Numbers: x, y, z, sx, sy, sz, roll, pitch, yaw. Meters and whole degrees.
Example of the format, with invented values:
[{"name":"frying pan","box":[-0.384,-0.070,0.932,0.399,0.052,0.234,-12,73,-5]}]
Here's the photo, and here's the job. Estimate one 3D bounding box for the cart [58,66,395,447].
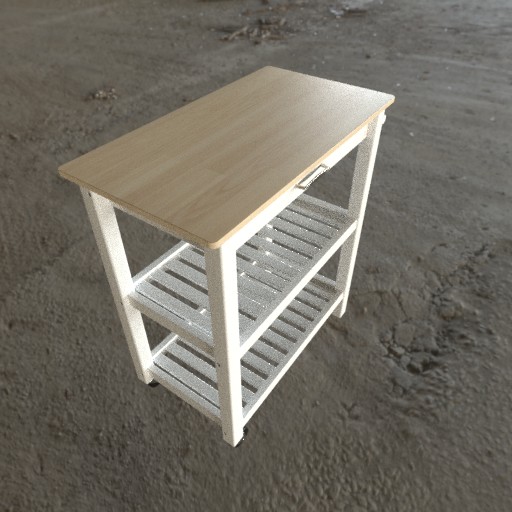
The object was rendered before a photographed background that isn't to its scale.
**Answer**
[{"name":"cart","box":[0.000,0.000,1.466,0.457,0.927,0.899,25,47,26]}]
